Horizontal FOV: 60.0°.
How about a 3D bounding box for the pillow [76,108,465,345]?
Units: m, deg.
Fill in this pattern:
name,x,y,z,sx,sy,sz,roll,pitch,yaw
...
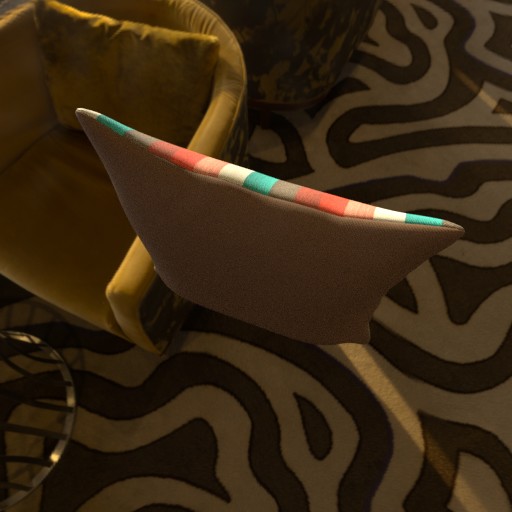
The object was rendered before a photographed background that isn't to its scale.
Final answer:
name,x,y,z,sx,sy,sz,roll,pitch,yaw
pillow,0.000,0.000,0.680,0.453,0.443,0.168,19,66,9
